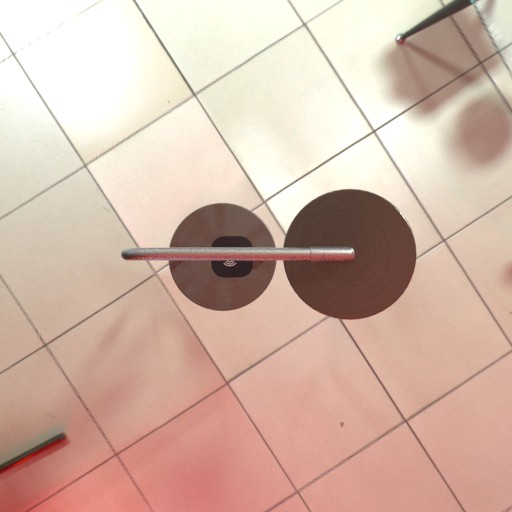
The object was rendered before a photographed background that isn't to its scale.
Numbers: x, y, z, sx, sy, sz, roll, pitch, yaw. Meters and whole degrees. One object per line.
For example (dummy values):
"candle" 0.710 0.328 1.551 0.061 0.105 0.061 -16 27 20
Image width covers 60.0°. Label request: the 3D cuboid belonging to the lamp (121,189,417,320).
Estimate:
"lamp" 0.000 0.000 0.662 0.334 0.469 0.211 0 90 -1
